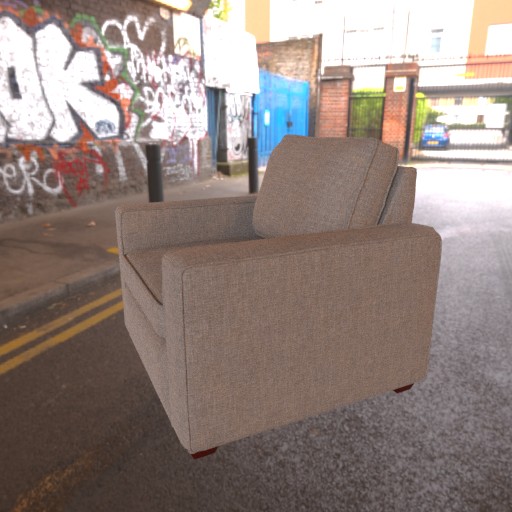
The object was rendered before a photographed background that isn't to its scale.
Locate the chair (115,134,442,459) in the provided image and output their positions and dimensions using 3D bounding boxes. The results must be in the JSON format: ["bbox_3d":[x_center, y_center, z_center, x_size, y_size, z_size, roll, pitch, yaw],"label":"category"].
[{"bbox_3d":[0.000,0.000,1.746,0.940,0.914,1.016,-8,18,-25],"label":"chair"}]
